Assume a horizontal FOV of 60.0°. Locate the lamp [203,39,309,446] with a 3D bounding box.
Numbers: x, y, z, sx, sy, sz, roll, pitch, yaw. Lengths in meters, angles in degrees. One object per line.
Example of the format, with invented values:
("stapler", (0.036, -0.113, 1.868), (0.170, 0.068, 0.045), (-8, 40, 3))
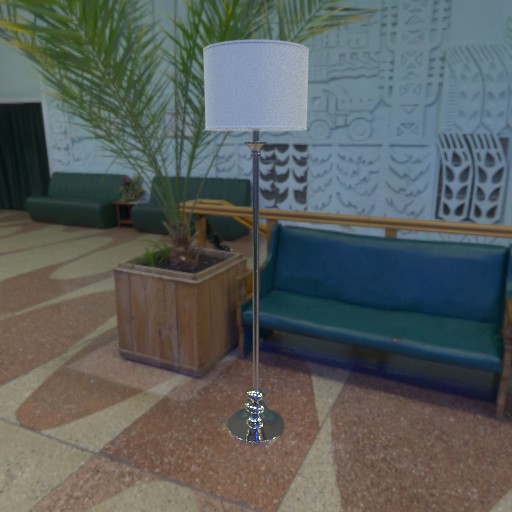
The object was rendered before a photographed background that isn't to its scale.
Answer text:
("lamp", (0.000, 0.000, 1.682), (0.356, 1.487, 0.356), (7, 16, 26))
